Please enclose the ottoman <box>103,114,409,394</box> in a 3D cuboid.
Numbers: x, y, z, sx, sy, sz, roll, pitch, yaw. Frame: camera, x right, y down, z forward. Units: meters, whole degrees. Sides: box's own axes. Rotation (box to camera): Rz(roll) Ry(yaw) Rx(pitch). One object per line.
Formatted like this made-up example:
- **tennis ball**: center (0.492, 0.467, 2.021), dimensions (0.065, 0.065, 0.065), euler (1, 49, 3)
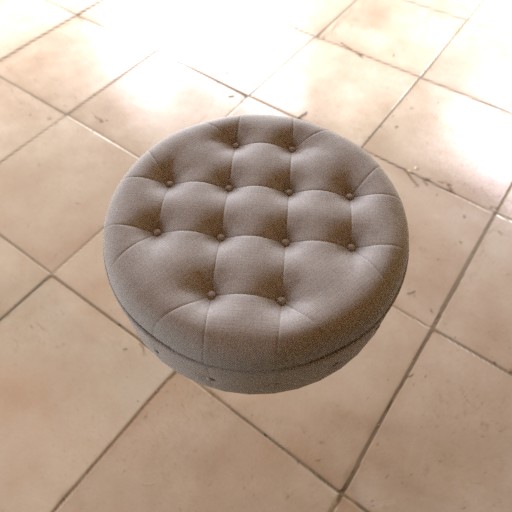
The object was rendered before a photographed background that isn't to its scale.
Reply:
- **ottoman**: center (0.000, 0.000, 1.387), dimensions (0.849, 0.478, 0.849), euler (0, 58, 0)
